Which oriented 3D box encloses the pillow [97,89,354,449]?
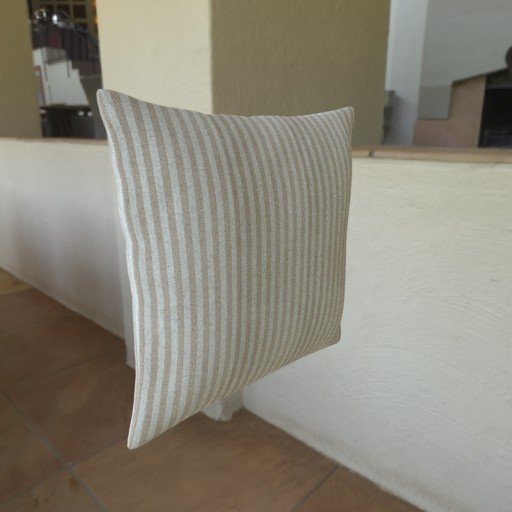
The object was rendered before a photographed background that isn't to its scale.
[{"bbox_3d":[0.000,0.000,0.767,0.523,0.510,0.166,-14,21,-41],"label":"pillow"}]
